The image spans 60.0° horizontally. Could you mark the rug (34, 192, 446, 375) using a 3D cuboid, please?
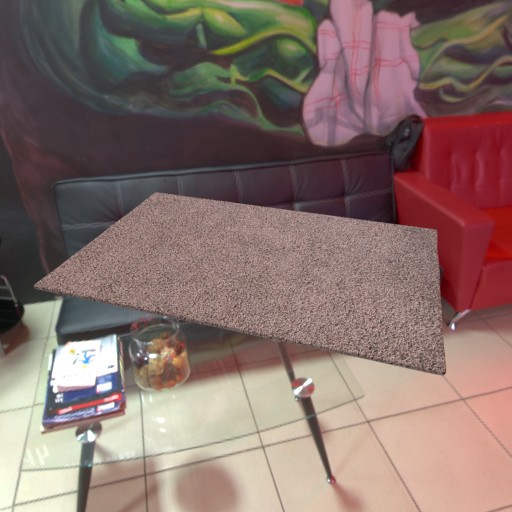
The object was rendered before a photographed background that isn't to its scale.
[{"bbox_3d":[0.000,0.000,3.496,2.743,0.030,1.778,9,32,15],"label":"rug"}]
